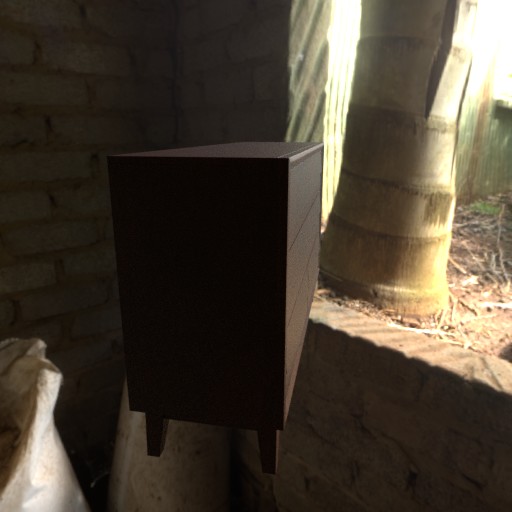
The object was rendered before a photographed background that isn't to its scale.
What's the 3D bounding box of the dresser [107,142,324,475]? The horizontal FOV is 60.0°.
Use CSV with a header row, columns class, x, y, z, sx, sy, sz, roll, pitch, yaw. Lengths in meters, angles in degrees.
class,x,y,z,sx,sy,sz,roll,pitch,yaw
dresser,0.000,0.000,2.025,0.499,0.971,1.609,3,16,11
